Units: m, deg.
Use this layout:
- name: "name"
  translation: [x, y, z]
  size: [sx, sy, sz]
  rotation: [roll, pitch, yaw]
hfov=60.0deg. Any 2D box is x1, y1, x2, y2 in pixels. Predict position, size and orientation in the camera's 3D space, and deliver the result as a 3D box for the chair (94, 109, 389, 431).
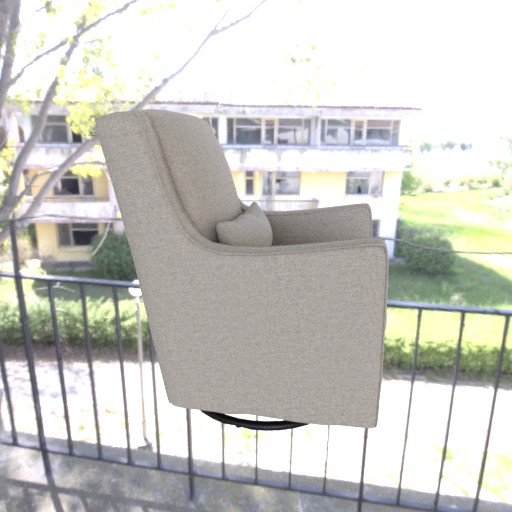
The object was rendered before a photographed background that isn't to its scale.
- name: "chair"
  translation: [0.000, 0.000, 1.578]
  size: [0.879, 0.993, 0.732]
  rotation: [3, 16, 10]
